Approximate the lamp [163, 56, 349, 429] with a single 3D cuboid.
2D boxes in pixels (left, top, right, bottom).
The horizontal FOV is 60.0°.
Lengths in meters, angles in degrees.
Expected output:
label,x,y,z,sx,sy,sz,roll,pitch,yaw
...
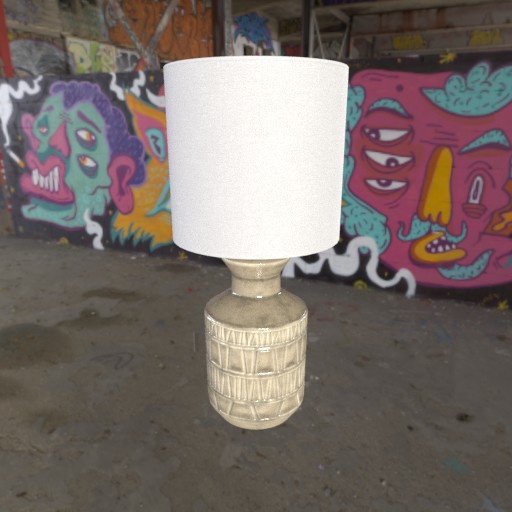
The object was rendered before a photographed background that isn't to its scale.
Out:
label,x,y,z,sx,sy,sz,roll,pitch,yaw
lamp,0.000,0.000,0.581,0.211,0.455,0.211,16,23,42
